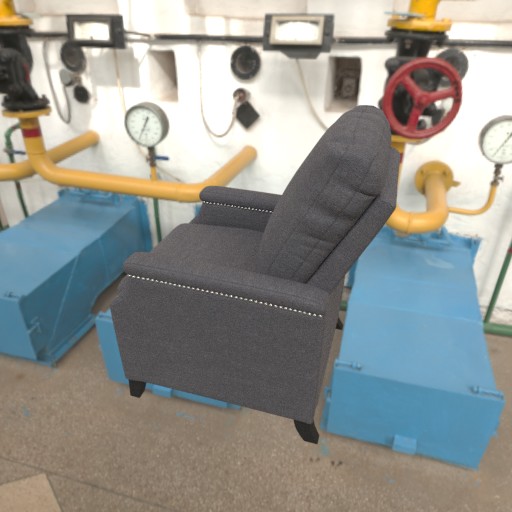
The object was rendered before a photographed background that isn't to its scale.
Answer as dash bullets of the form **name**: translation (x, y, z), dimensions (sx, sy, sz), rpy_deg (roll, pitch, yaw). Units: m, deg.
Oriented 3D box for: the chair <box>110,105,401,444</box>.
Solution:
- **chair**: translation (0.000, 0.000, 1.669), dimensions (0.922, 1.049, 0.710), rpy_deg (9, 32, 15)
